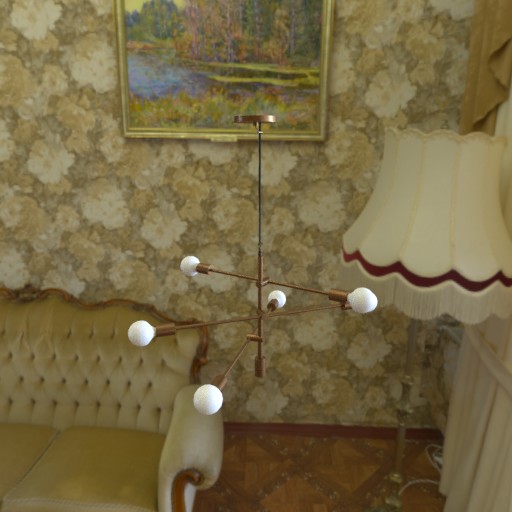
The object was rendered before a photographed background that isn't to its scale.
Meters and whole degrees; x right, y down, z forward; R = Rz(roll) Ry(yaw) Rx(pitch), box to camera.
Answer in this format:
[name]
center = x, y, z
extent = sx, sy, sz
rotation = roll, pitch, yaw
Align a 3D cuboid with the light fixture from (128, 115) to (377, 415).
[light fixture]
center = 0.000, 0.000, 1.240
extent = 0.637, 0.744, 0.682
rotation = 14, 20, 43
